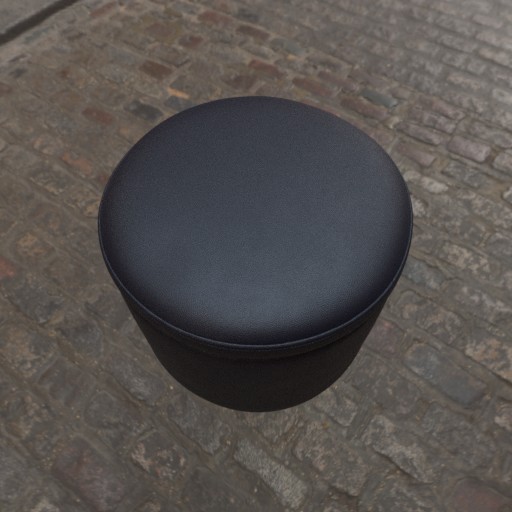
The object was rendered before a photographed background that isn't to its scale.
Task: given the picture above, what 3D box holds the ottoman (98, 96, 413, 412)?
[{"bbox_3d":[0.000,0.000,0.851,0.501,0.409,0.501,0,58,0],"label":"ottoman"}]
